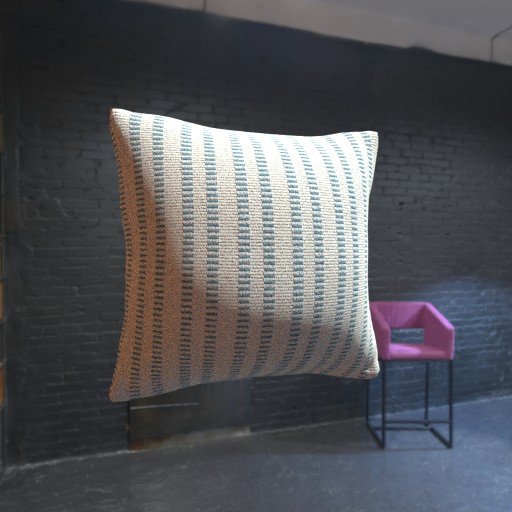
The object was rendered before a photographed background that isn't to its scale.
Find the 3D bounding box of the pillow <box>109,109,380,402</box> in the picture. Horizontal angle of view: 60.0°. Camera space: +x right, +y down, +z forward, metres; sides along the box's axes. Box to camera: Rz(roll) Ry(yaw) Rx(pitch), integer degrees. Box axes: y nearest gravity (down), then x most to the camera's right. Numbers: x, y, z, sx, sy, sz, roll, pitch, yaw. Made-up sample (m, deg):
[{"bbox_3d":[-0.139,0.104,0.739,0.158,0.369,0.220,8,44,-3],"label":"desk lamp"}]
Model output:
[{"bbox_3d":[0.000,0.000,0.692,0.438,0.419,0.247,0,1,-17],"label":"pillow"}]
